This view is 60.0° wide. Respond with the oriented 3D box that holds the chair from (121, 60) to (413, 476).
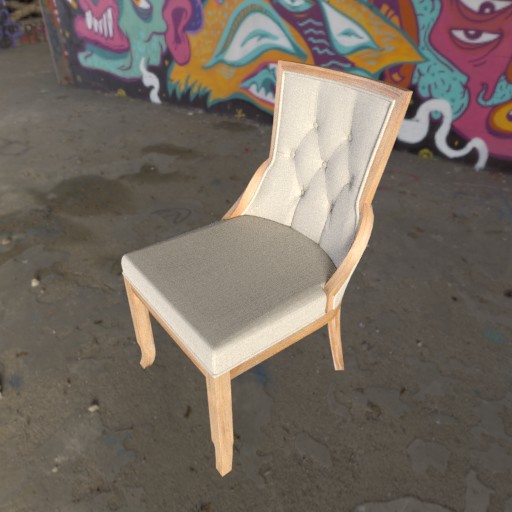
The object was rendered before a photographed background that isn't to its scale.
[{"bbox_3d":[0.000,0.000,1.304,0.641,0.947,0.524,-24,41,-30],"label":"chair"}]
